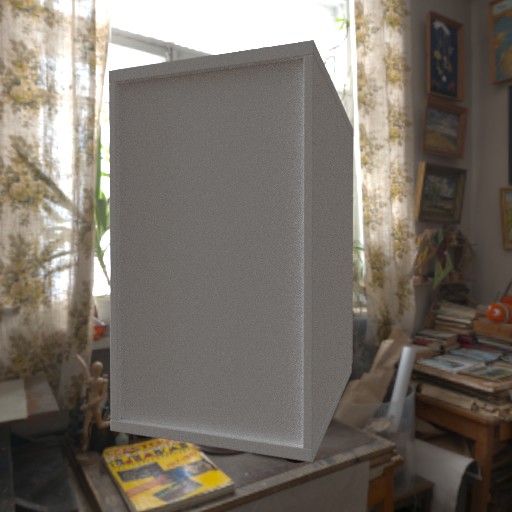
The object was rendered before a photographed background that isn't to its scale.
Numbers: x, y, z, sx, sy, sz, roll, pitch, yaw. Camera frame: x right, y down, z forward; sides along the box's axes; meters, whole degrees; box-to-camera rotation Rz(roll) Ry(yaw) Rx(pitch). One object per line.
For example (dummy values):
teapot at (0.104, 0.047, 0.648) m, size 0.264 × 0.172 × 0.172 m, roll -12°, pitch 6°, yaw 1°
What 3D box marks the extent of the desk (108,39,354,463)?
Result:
desk at (0.000, 0.000, 1.087) m, size 0.404 × 0.730 × 0.600 m, roll 0°, pitch 1°, yaw 19°
